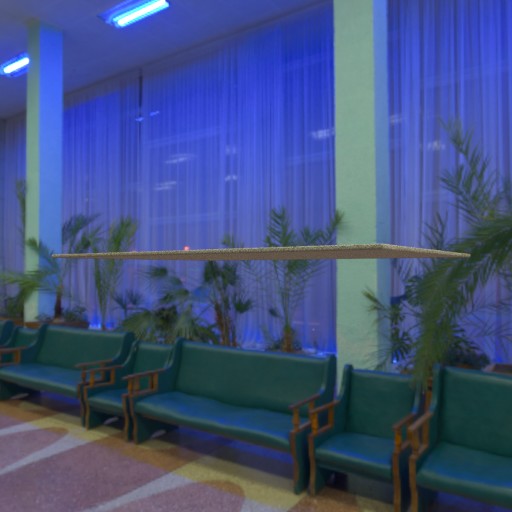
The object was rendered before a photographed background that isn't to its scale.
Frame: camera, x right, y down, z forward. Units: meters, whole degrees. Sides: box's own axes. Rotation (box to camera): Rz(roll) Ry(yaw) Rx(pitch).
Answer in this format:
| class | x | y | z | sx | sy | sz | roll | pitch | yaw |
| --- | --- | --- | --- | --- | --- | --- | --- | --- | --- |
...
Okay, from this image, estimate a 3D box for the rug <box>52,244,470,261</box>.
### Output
| class | x | y | z | sx | sy | sz | roll | pitch | yaw |
| --- | --- | --- | --- | --- | --- | --- | --- | --- | --- |
| rug | 0.000 | 0.000 | 3.433 | 2.699 | 0.025 | 1.800 | -1 | -2 | 37 |
